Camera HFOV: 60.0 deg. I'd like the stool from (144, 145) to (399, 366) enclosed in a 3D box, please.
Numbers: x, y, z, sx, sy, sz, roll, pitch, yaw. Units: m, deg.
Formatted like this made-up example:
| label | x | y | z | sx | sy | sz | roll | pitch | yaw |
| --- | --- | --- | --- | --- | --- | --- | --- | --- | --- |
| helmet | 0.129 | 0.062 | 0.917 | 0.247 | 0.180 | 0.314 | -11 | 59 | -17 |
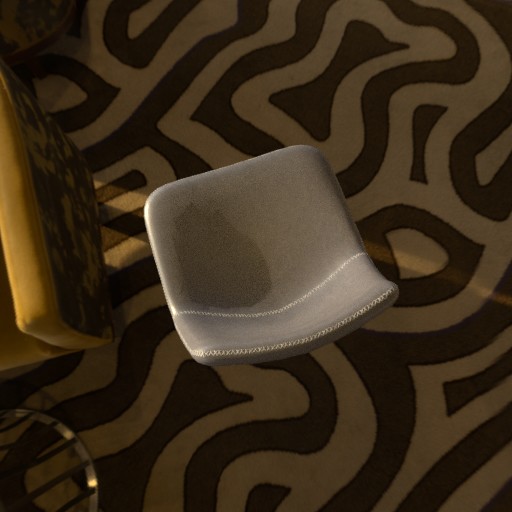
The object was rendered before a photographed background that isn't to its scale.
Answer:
| label | x | y | z | sx | sy | sz | roll | pitch | yaw |
| --- | --- | --- | --- | --- | --- | --- | --- | --- | --- |
| stool | 0.000 | 0.000 | 1.174 | 0.470 | 0.876 | 0.546 | -18 | 77 | -4 |
